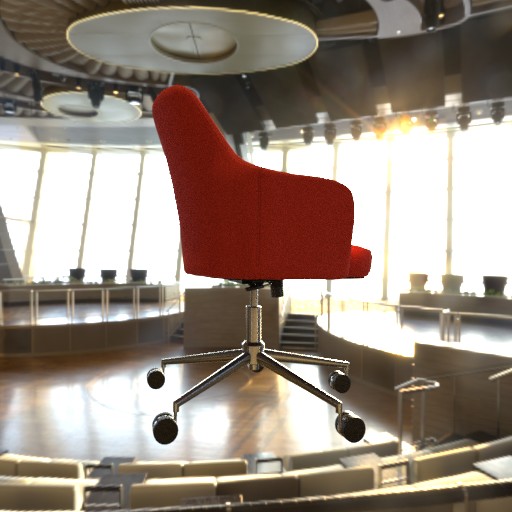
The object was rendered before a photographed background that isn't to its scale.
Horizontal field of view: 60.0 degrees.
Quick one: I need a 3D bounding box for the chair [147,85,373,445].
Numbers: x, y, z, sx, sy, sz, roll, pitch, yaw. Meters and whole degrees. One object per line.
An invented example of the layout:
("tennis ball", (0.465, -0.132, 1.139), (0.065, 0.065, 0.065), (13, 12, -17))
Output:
("chair", (0.000, 0.000, 1.246), (0.600, 0.820, 0.655), (0, 1, -18))
